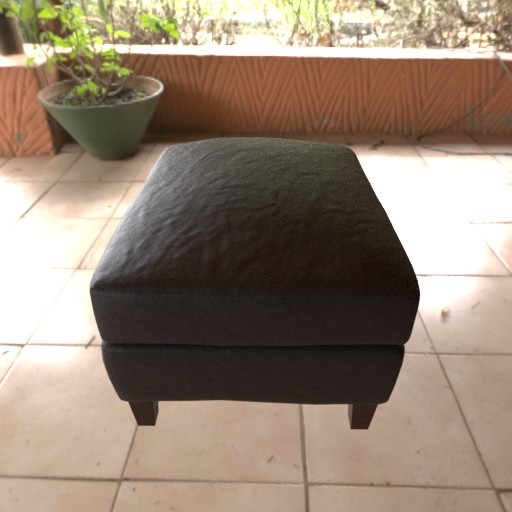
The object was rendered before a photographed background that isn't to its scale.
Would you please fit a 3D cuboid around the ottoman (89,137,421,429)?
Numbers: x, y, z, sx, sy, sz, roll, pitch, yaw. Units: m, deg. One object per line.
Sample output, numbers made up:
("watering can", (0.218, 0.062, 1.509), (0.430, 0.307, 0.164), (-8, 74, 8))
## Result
("ottoman", (0.000, 0.000, 1.275), (0.659, 0.529, 0.887), (0, 32, 1))
